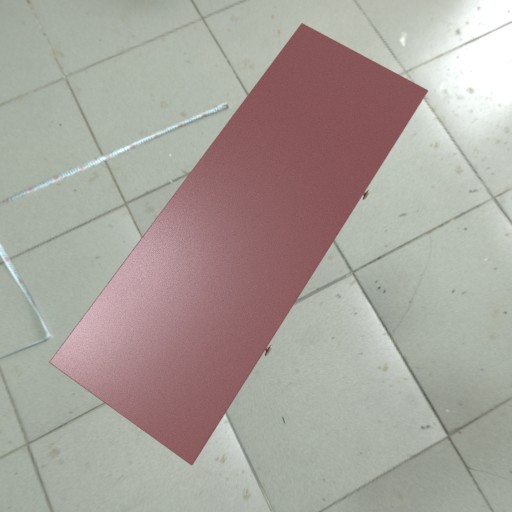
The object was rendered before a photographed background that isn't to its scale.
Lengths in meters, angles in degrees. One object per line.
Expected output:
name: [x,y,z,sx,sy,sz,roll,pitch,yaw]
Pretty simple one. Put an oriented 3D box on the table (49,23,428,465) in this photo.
table: [0.000,0.000,1.426,0.397,0.753,1.068,32,78,8]
